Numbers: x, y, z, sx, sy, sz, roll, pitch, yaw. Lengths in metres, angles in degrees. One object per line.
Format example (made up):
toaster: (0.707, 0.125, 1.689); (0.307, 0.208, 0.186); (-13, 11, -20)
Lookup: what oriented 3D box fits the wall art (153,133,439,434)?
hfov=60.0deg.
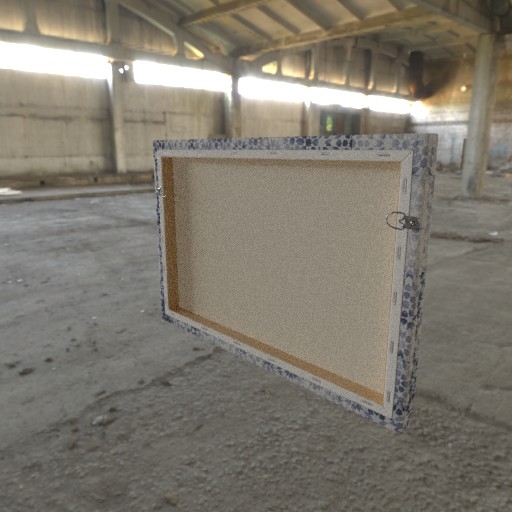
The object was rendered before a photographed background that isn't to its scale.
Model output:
wall art: (0.000, 0.000, 0.788); (0.030, 0.406, 0.608); (-13, 19, -43)
